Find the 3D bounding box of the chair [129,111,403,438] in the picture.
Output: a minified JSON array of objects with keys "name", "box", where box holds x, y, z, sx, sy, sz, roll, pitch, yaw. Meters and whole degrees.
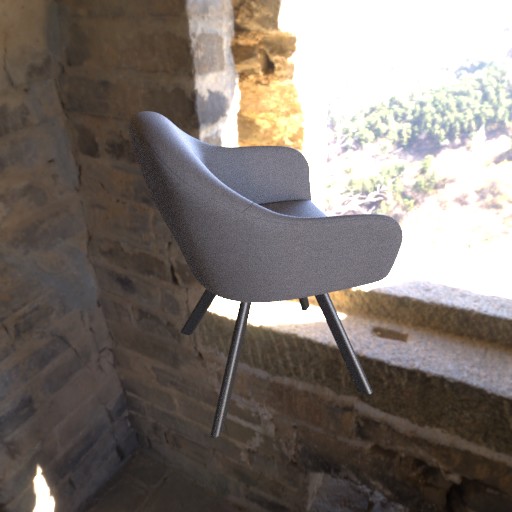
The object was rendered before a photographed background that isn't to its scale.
[{"name":"chair","box":[0.000,0.000,1.206,0.570,0.780,0.540,-10,32,-16]}]
